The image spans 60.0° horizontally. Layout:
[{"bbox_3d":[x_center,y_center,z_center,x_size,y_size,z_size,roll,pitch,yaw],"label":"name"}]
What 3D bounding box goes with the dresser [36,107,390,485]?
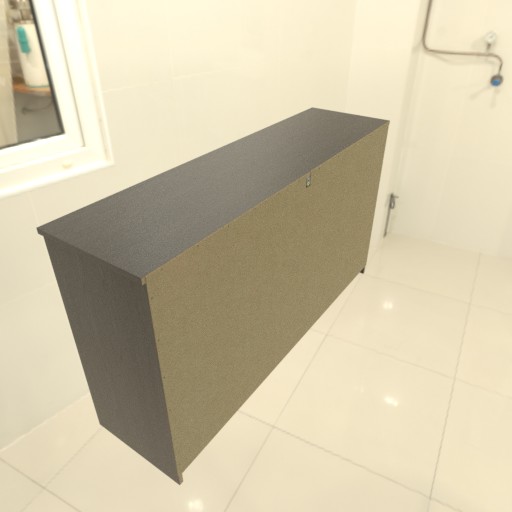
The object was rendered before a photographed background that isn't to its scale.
[{"bbox_3d":[0.000,0.000,1.656,0.401,0.755,1.360,21,38,29],"label":"dresser"}]
